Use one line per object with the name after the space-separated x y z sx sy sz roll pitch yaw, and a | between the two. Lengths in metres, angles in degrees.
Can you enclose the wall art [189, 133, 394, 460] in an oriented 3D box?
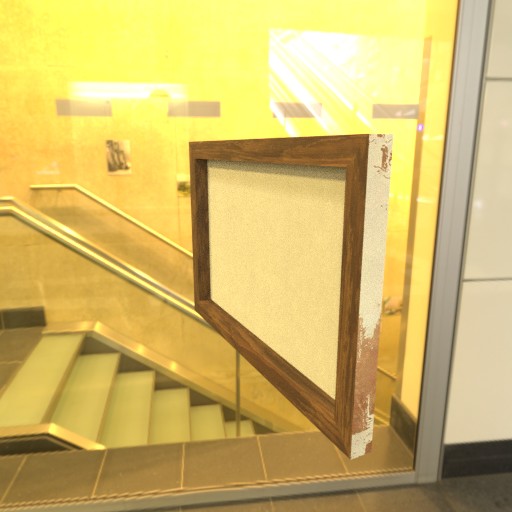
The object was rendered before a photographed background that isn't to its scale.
0.000 0.000 0.795 0.035 0.405 0.609 -7 15 -26 | wall art
